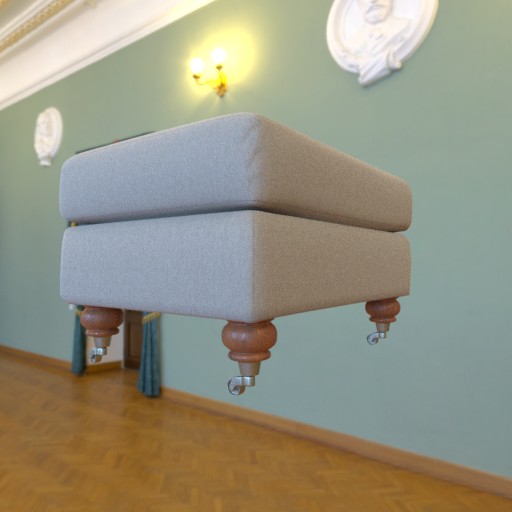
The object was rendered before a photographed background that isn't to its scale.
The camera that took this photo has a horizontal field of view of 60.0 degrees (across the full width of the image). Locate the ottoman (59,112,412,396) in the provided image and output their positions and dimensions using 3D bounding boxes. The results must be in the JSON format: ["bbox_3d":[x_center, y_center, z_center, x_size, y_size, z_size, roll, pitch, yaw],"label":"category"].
[{"bbox_3d":[0.000,0.000,1.121,0.574,0.497,0.773,-1,-1,37],"label":"ottoman"}]
